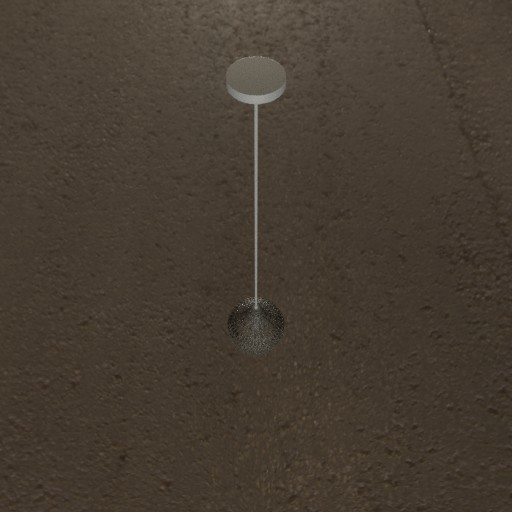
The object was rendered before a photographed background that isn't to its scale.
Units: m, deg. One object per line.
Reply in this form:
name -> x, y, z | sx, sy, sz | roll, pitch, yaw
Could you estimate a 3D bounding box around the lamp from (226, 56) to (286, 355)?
lamp -> 0.000, 0.000, 2.039 | 0.355, 1.919, 0.355 | -33, 64, -18
